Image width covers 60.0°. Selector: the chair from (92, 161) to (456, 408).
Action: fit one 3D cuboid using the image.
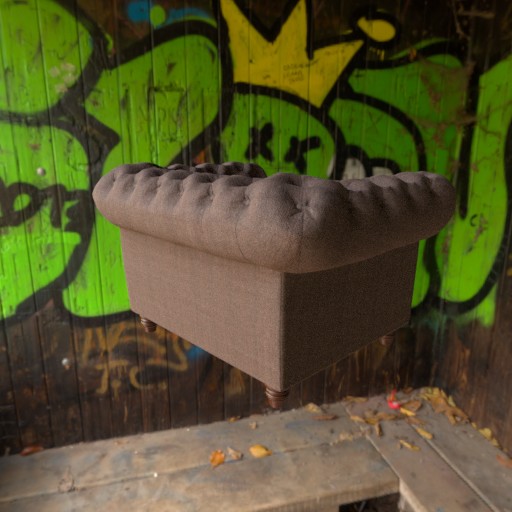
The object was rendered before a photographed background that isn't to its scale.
[{"bbox_3d":[0.000,0.000,1.908,0.945,0.780,1.298,-13,20,-42],"label":"chair"}]
